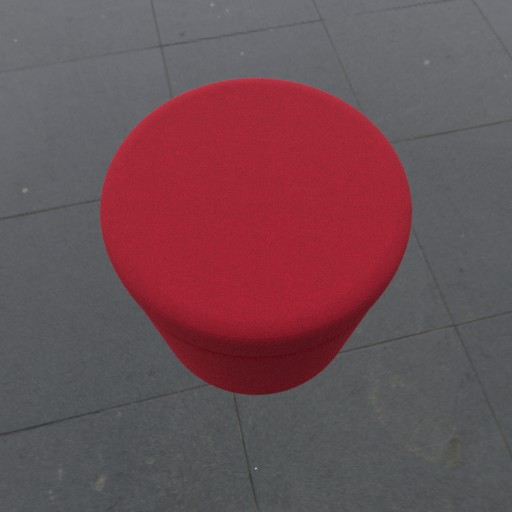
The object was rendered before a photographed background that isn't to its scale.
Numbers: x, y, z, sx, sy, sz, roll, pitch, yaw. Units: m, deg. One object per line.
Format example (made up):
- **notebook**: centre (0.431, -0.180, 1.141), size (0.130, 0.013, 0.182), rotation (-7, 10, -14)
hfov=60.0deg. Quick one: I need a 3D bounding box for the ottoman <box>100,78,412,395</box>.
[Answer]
- **ottoman**: centre (0.000, 0.000, 0.739), size (0.400, 0.406, 0.400), rotation (0, 64, 0)
